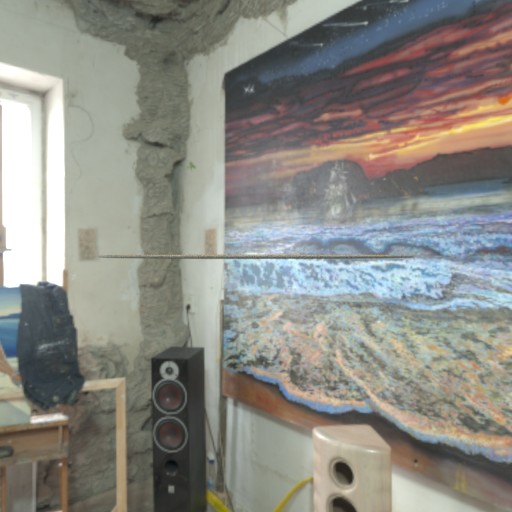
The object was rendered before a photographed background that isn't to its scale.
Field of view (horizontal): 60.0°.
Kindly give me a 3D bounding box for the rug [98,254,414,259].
[{"bbox_3d":[0.000,0.000,3.552,2.382,0.014,2.382,0,0,0],"label":"rug"}]
